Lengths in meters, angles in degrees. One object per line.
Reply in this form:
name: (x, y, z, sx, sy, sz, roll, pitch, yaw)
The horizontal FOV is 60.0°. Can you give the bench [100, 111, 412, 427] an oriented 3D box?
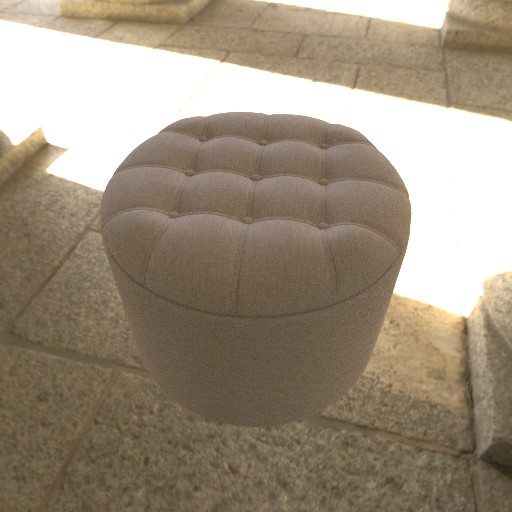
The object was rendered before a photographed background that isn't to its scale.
bench: (0.000, 0.000, 0.985, 0.600, 0.454, 0.600, 0, 45, 0)
